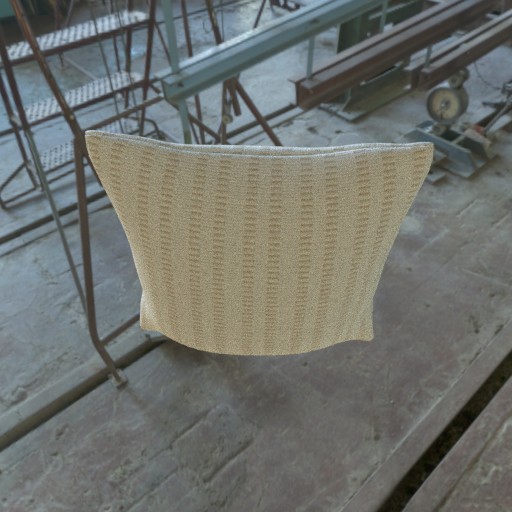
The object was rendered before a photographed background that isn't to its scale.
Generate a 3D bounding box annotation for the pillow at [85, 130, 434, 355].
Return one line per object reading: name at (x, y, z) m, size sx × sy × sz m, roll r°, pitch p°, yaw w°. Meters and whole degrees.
pillow at (0.000, 0.000, 0.690) m, size 0.438 × 0.419 × 0.247 m, roll 2°, pitch 47°, yaw 2°
